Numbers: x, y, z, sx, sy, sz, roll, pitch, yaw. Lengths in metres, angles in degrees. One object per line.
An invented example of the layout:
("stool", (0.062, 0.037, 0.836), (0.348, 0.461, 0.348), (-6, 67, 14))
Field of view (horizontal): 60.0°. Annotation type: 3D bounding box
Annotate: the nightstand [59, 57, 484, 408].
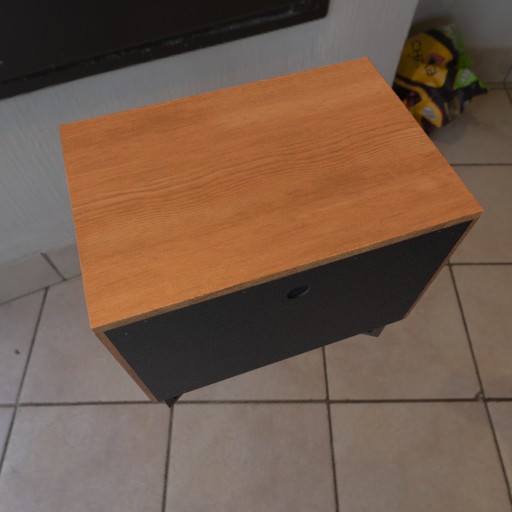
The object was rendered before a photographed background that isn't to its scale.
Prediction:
("nightstand", (0.000, 0.000, 1.011), (0.613, 0.615, 0.427), (-16, 60, -10))
